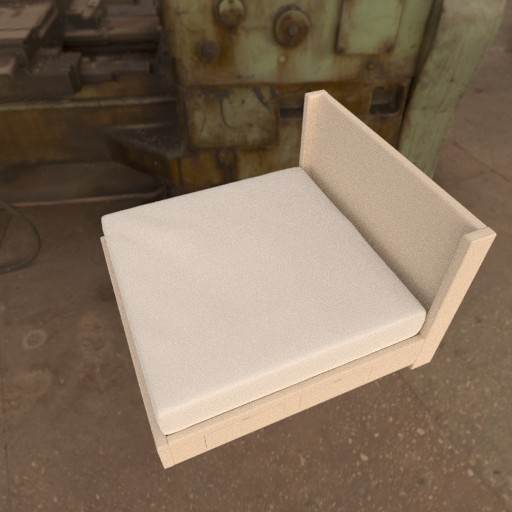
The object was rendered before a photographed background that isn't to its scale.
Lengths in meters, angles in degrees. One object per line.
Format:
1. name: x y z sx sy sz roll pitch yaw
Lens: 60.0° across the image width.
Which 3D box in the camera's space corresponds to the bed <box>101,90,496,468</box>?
1. bed: 0.000 0.000 3.584 2.293 1.471 2.145 -17 48 -16
